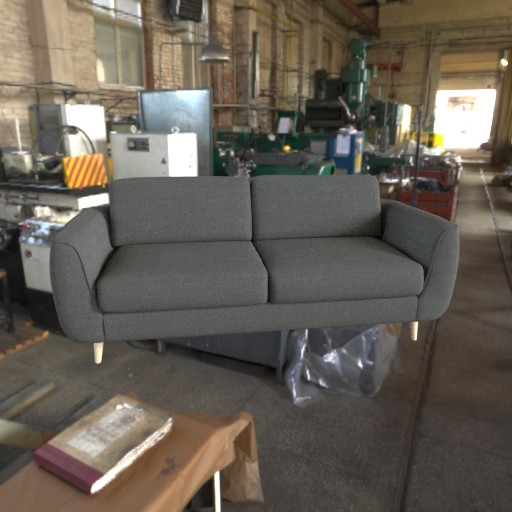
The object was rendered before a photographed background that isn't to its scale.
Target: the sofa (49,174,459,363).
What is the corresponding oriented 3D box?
[{"bbox_3d":[0.000,0.000,2.516,2.000,0.850,0.920,-2,16,-8],"label":"sofa"}]
